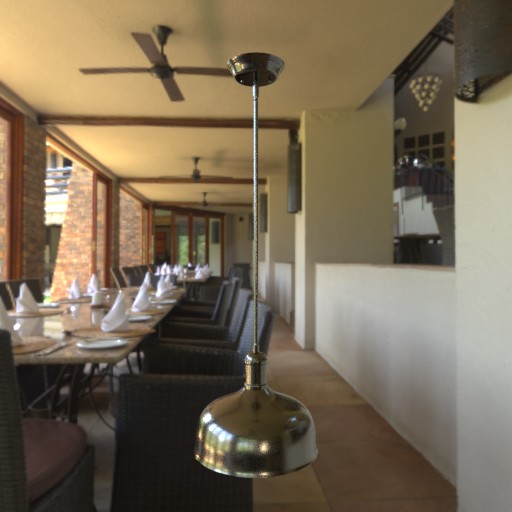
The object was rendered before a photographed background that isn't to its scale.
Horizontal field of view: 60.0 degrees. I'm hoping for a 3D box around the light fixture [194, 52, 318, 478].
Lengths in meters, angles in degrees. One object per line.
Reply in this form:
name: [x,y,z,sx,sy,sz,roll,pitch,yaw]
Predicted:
light fixture: [0.000,0.000,1.085,0.299,0.935,0.299,0,-1,-1]
